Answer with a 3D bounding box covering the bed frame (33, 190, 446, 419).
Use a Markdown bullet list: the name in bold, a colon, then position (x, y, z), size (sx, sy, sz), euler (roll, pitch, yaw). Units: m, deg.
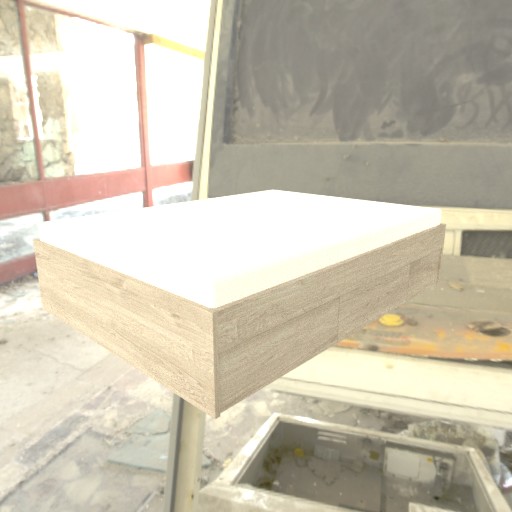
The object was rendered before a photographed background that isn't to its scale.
- **bed frame**: position (0.000, 0.000, 2.617), size (1.448, 0.490, 1.944), euler (14, 21, 41)
